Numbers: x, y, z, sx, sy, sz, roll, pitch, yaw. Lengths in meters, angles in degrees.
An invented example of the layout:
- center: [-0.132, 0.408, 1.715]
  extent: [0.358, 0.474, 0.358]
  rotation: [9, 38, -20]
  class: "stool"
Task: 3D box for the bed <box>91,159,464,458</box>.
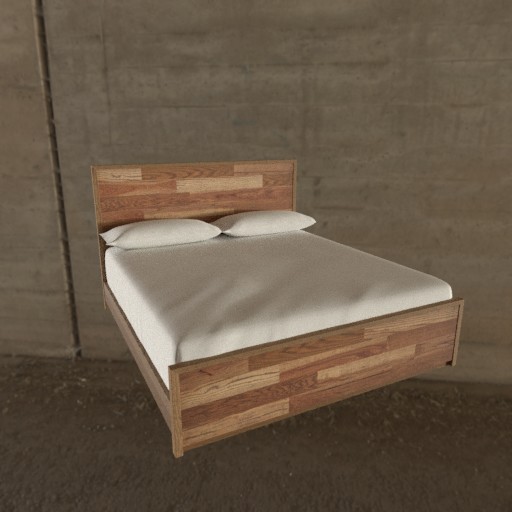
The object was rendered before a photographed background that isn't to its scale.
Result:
- center: [0.000, 0.000, 3.412]
  extent: [2.013, 1.295, 2.184]
  rotation: [-8, 17, -26]
  class: "bed"
